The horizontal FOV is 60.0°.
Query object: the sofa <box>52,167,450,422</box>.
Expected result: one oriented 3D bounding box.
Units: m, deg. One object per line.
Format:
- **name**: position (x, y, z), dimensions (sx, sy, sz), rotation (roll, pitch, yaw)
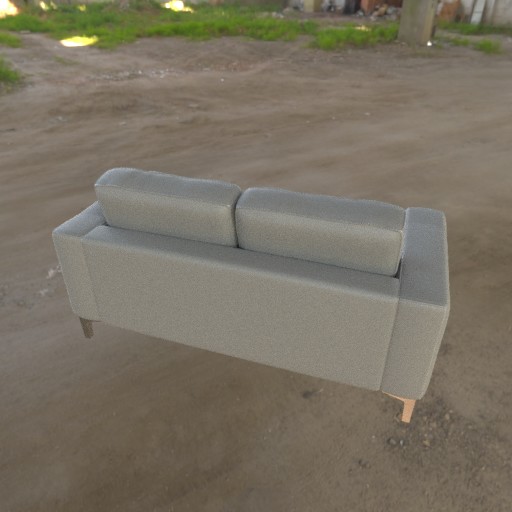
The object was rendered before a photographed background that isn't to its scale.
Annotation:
- **sofa**: position (0.000, 0.000, 2.188), dimensions (1.726, 0.892, 0.833), rotation (10, 33, 16)
